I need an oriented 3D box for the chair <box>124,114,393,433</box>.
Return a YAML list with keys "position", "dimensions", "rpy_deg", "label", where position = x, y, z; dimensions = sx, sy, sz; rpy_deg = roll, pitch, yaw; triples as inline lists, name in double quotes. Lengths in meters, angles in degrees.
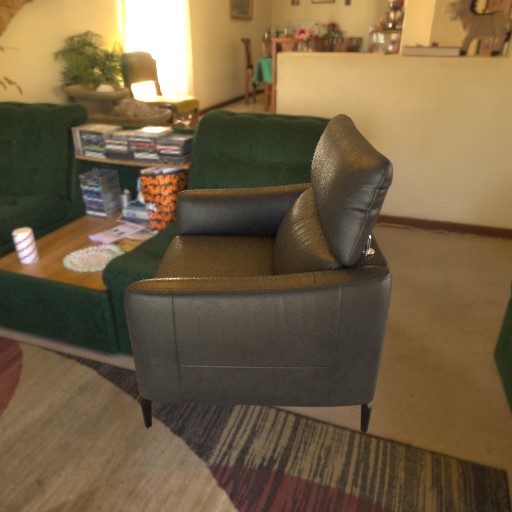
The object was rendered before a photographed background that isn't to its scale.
- position: [0.000, 0.000, 1.713]
  dimensions: [0.809, 0.949, 0.976]
  rpy_deg: [1, 27, 1]
  label: "chair"
